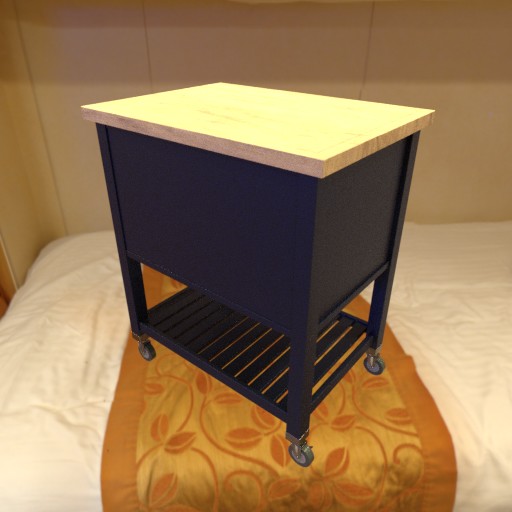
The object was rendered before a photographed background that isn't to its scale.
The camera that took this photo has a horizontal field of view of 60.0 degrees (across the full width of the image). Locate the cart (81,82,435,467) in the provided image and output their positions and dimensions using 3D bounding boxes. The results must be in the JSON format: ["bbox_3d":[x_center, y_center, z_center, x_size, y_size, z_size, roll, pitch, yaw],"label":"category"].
[{"bbox_3d":[0.000,0.000,1.431,0.797,0.920,0.567,22,36,33],"label":"cart"}]
